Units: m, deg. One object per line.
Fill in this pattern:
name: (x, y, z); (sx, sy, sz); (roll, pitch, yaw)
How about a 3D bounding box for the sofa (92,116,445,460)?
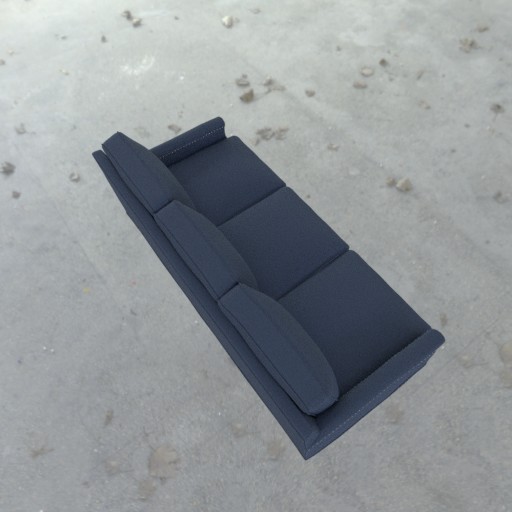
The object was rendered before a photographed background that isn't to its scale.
sofa: (0.000, 0.000, 2.844); (1.084, 1.003, 2.246); (-31, 62, -19)
